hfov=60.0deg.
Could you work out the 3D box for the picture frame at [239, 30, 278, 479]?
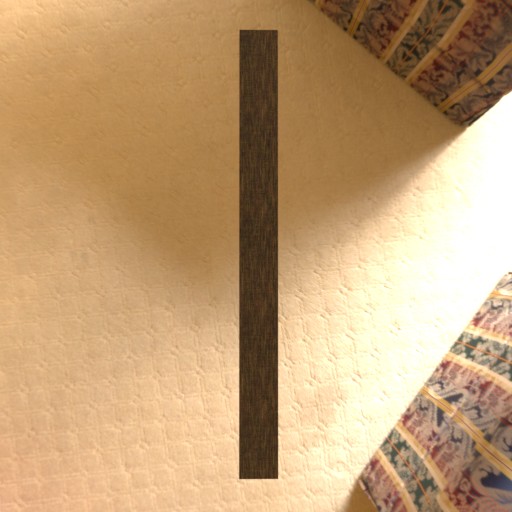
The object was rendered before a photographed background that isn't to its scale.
[{"bbox_3d":[0.000,0.000,0.538,0.033,0.330,0.378,0,89,-1],"label":"picture frame"}]
